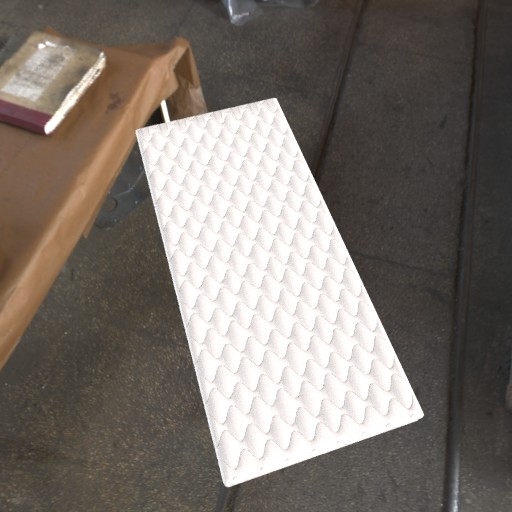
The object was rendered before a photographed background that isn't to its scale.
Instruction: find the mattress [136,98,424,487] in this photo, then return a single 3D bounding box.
[{"bbox_3d":[0.000,0.000,2.348,0.900,0.200,2.000,-16,63,-8],"label":"mattress"}]
